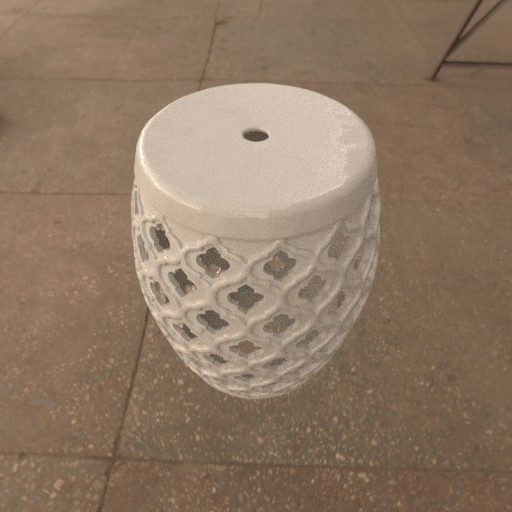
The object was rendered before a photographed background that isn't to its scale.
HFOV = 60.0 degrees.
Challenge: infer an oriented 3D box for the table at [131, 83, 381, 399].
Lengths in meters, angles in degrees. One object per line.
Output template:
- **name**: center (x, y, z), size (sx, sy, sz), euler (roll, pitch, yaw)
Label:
- **table**: center (0.000, 0.000, 0.626), size (0.325, 0.388, 0.325), euler (0, 46, 0)
